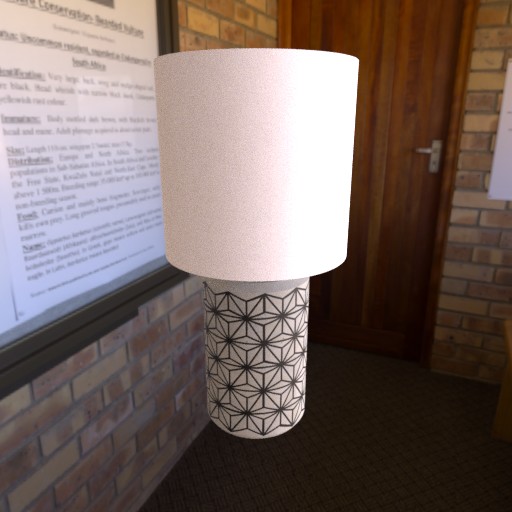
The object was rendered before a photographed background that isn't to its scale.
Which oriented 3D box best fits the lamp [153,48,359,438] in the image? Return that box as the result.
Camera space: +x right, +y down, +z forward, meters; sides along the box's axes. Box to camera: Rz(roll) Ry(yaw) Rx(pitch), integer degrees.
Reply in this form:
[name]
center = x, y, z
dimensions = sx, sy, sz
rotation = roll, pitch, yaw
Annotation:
[lamp]
center = 0.000, 0.000, 0.518
dimensions = 0.206, 0.416, 0.206
rotation = -3, 18, -8
